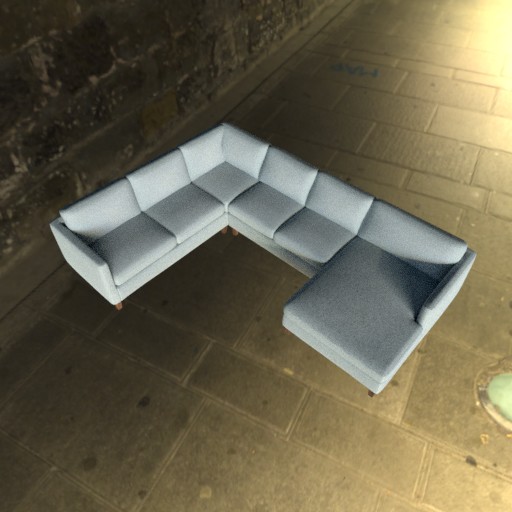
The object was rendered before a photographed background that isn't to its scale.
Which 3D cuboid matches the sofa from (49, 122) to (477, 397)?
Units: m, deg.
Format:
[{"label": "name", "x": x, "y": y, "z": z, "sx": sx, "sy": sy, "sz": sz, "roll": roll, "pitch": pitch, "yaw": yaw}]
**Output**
[{"label": "sofa", "x": 0.000, "y": 0.000, "z": 4.487, "sx": 3.403, "sy": 0.889, "sz": 2.551, "roll": 34, "pitch": 55, "yaw": 27}]
